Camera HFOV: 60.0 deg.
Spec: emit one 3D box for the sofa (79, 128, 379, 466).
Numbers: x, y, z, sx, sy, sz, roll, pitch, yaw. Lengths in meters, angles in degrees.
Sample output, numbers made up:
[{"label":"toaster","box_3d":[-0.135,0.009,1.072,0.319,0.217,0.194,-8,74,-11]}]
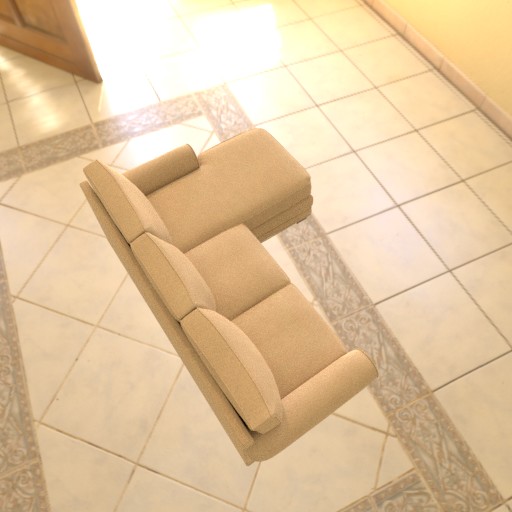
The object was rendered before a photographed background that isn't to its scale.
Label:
[{"label":"sofa","box_3d":[0.000,0.000,2.436,1.226,0.734,1.770,-30,63,-17]}]
